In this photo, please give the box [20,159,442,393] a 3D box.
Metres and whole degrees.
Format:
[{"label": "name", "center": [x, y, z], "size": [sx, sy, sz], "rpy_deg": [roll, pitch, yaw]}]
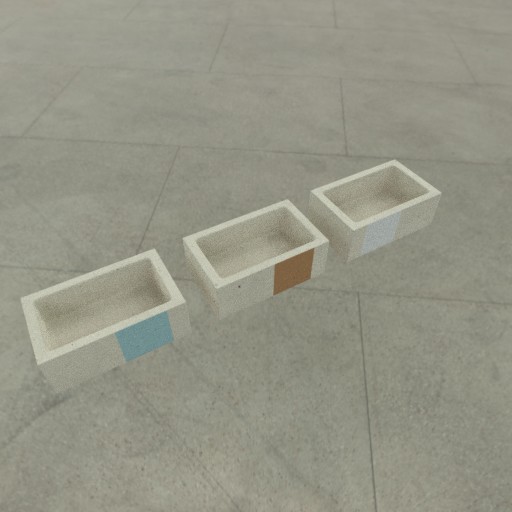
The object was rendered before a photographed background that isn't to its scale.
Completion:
[{"label": "box", "center": [0.000, 0.000, 0.487], "size": [0.461, 0.051, 0.082], "rpy_deg": [-22, 50, -20]}]
